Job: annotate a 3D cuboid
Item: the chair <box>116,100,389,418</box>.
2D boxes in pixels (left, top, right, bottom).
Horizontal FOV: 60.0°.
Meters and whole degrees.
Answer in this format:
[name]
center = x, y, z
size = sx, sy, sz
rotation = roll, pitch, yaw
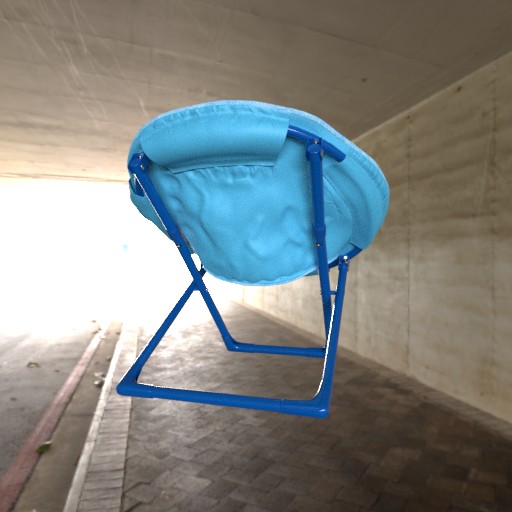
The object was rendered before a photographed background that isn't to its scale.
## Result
[chair]
center = 0.000, 0.000, 0.902
size = 0.520, 0.478, 0.465
rotation = 0, 0, 18
